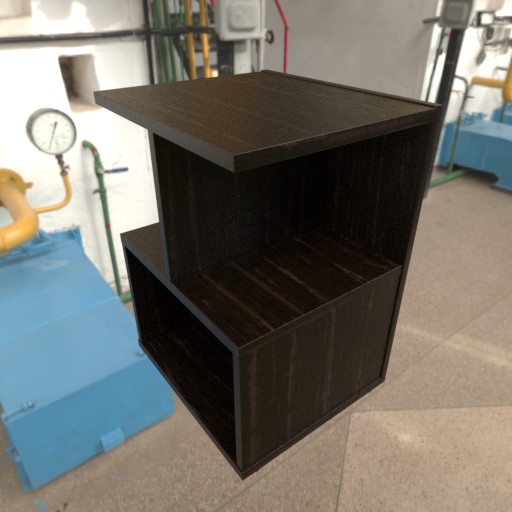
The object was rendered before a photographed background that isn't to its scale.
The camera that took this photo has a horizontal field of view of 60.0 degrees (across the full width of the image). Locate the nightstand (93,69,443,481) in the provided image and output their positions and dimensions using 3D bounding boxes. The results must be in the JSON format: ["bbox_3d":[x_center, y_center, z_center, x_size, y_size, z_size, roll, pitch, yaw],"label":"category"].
[{"bbox_3d":[0.000,0.000,0.811,0.356,0.559,0.400,-21,37,-31],"label":"nightstand"}]
